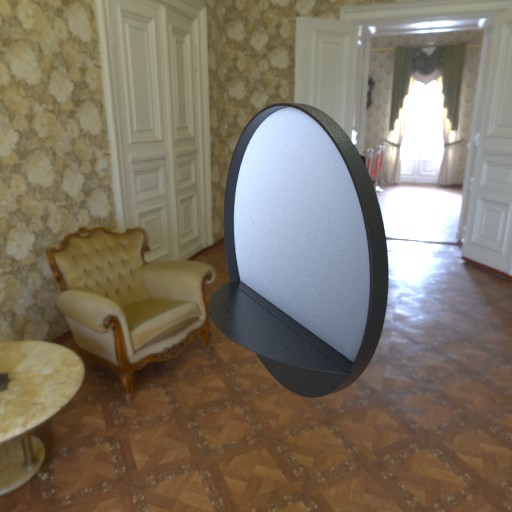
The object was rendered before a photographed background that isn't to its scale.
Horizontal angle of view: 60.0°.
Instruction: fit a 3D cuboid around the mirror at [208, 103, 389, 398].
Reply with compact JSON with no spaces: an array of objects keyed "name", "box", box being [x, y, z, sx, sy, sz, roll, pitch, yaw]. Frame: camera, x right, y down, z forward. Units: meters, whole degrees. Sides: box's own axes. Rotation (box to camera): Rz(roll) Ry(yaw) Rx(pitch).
[{"name":"mirror","box":[0.000,0.000,0.697,0.133,0.457,0.457,-8,18,-25]}]
